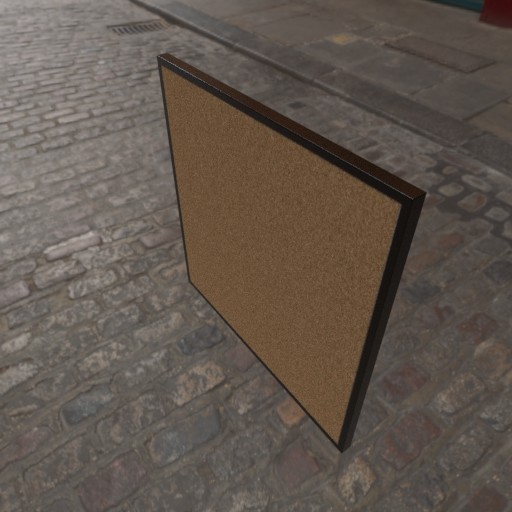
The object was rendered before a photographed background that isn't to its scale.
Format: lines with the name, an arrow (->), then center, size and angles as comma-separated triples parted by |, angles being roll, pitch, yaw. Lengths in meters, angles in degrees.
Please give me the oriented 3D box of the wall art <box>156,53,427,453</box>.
wall art -> 0.000, 0.000, 0.501 | 0.014, 0.349, 0.349 | -26, 48, -26
